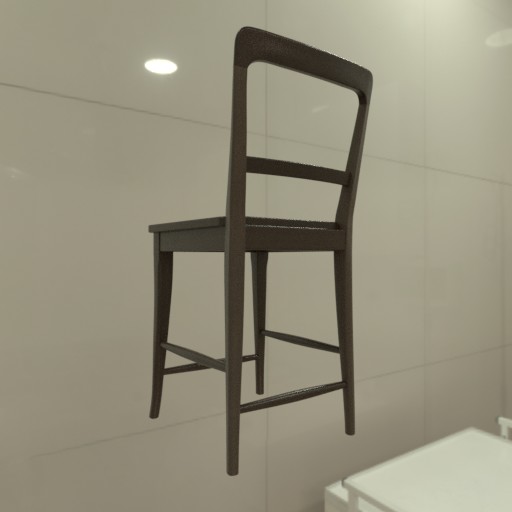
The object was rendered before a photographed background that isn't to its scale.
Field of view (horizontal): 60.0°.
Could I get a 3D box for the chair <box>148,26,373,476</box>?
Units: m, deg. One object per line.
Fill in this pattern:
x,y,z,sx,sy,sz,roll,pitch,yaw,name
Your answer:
0.000,0.000,1.266,0.450,0.991,0.546,0,0,-36,chair
